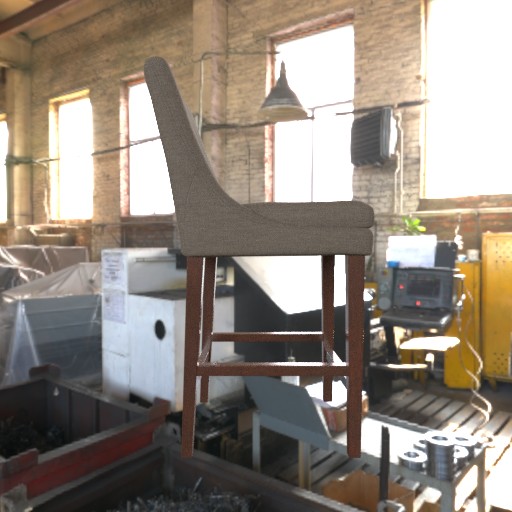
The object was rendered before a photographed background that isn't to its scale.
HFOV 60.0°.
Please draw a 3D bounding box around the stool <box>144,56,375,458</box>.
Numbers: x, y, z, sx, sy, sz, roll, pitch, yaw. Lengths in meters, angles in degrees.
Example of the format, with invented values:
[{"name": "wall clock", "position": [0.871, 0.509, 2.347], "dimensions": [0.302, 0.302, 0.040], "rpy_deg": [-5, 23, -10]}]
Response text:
[{"name": "stool", "position": [0.000, 0.000, 1.281], "dimensions": [0.577, 0.981, 0.470], "rpy_deg": [0, 1, 0]}]
